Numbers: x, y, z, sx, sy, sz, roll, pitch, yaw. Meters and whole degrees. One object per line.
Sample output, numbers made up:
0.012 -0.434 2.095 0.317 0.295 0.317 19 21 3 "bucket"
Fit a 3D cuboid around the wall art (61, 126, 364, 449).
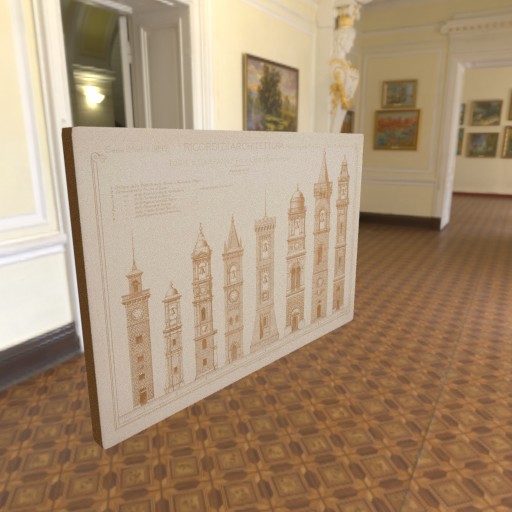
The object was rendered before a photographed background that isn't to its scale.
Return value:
0.000 0.000 0.469 0.019 0.254 0.380 13 19 42 "wall art"
